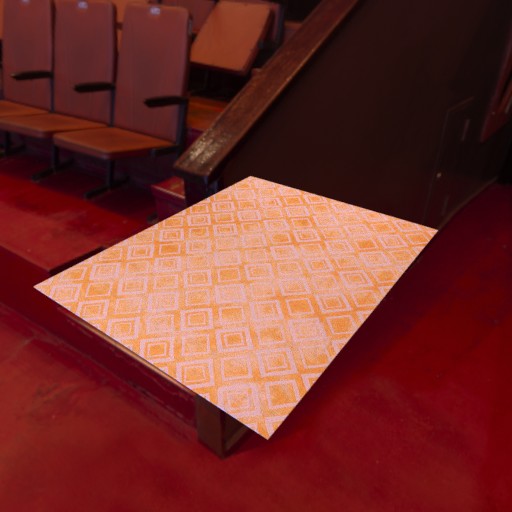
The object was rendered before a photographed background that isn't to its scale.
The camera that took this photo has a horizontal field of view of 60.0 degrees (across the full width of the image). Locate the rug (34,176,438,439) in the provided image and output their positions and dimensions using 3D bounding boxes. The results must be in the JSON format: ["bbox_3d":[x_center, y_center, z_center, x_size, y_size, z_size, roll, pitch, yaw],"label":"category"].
[{"bbox_3d":[0.000,0.000,4.154,2.433,0.011,3.037,22,38,30],"label":"rug"}]
